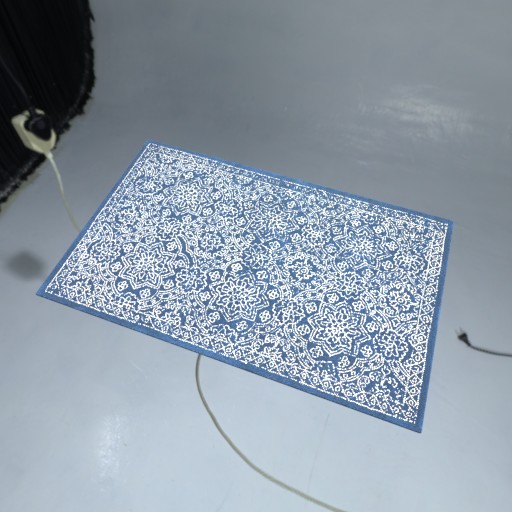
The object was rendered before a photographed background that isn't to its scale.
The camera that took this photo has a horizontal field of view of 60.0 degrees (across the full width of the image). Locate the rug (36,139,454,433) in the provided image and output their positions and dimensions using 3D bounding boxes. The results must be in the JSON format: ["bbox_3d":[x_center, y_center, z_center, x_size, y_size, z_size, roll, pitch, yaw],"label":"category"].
[{"bbox_3d":[0.000,0.000,2.991,2.441,0.015,1.526,17,58,11],"label":"rug"}]
